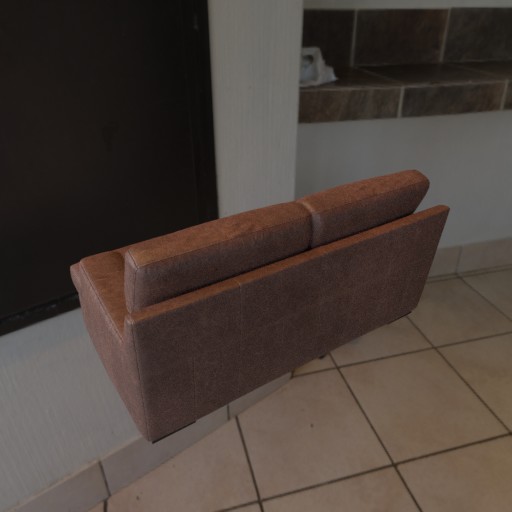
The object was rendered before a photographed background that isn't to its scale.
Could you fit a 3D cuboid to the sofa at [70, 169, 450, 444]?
[{"bbox_3d":[0.000,0.000,2.520,1.880,0.939,1.143,-18,35,-28],"label":"sofa"}]
